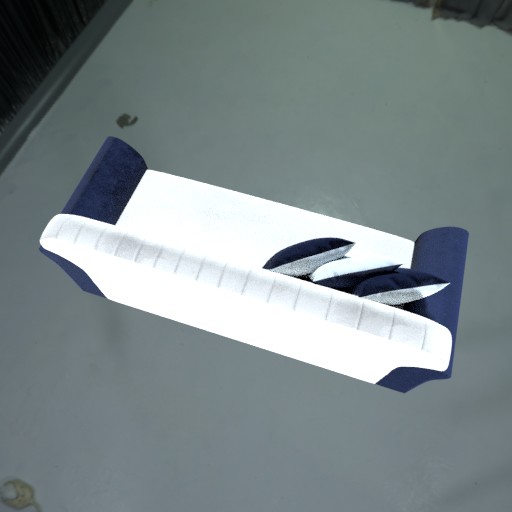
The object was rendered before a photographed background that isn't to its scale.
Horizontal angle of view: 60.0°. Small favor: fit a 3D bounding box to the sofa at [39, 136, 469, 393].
[{"bbox_3d":[0.000,0.000,2.342,2.006,0.789,0.749,16,65,8],"label":"sofa"}]
